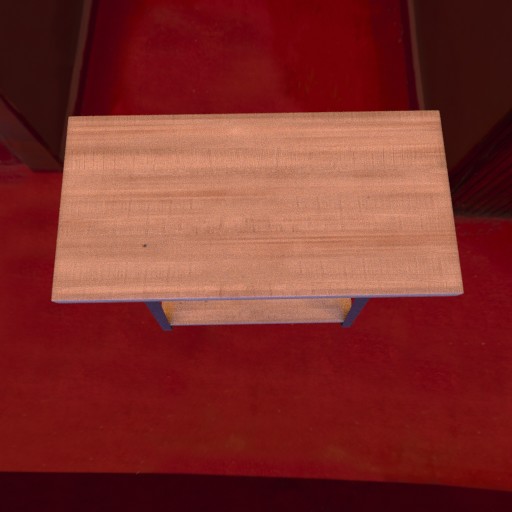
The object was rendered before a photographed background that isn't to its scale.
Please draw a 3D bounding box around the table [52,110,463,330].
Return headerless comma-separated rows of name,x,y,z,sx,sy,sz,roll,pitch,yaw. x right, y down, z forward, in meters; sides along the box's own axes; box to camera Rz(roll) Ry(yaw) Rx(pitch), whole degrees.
table,0.000,0.000,1.019,0.599,0.701,0.300,-1,76,0
